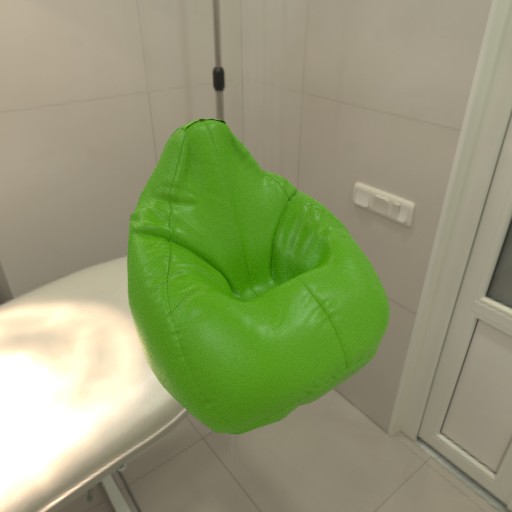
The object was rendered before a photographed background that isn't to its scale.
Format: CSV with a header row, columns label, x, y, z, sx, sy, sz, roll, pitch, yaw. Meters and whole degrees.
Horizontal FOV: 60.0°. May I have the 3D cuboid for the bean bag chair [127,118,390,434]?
label,x,y,z,sx,sy,sz,roll,pitch,yaw
bean bag chair,0.000,0.000,1.863,1.070,0.990,1.070,-22,38,-32
